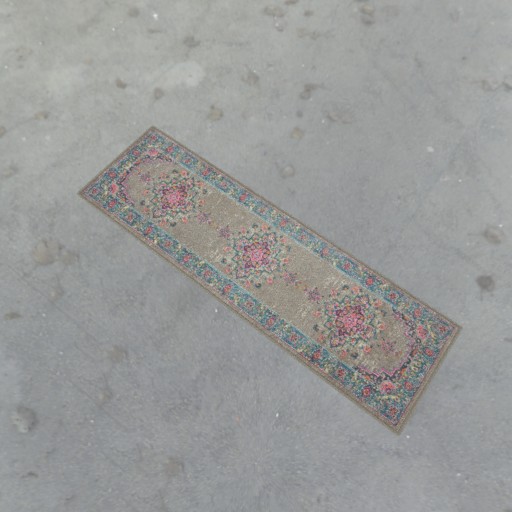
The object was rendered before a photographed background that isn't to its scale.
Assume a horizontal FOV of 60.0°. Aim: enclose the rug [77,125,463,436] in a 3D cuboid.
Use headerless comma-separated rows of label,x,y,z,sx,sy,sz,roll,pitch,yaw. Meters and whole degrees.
rug,0.000,0.000,2.049,1.827,0.012,0.553,35,70,15
